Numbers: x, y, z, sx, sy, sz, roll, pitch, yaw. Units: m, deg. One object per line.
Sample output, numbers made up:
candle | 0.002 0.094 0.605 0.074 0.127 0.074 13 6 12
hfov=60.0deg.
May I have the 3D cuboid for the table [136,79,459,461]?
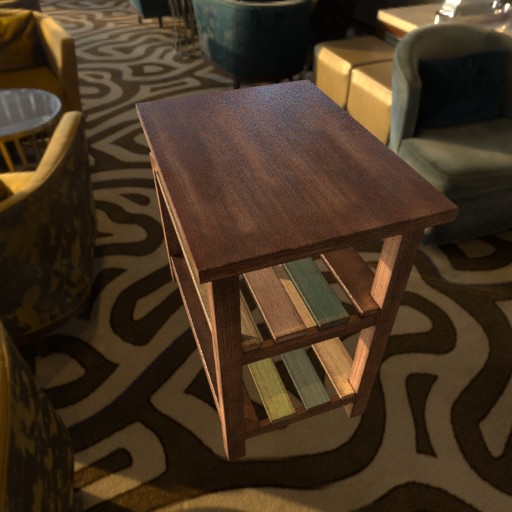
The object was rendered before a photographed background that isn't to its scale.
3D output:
table | 0.000 0.000 0.950 0.356 0.584 0.609 -14 44 -14
